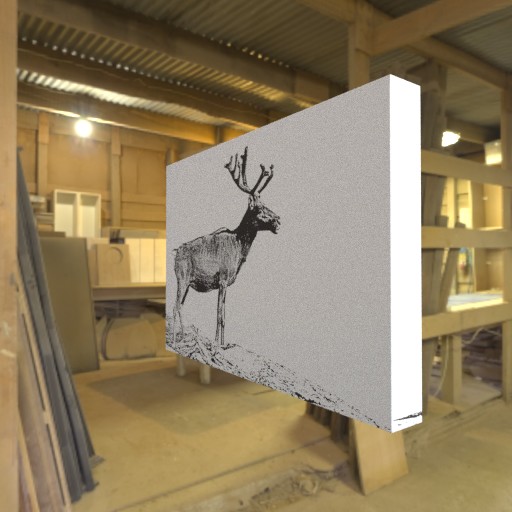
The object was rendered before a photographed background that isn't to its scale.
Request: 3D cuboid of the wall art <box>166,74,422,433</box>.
[{"bbox_3d":[0.000,0.000,0.484,0.038,0.259,0.381,1,-1,-36],"label":"wall art"}]
